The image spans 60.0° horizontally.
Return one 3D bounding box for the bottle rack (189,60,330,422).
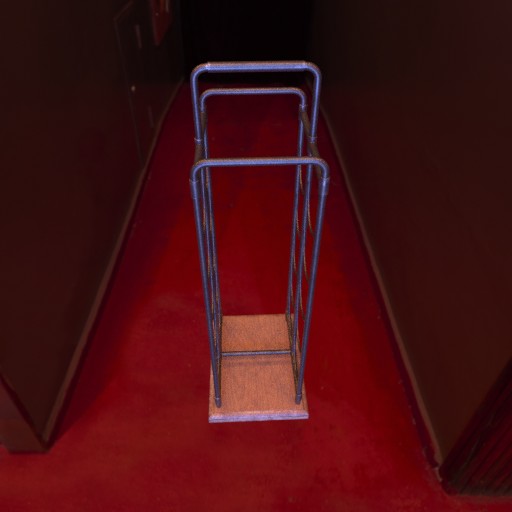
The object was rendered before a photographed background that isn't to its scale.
[{"bbox_3d":[0.000,0.000,0.804,0.208,0.680,0.276,-2,42,-2],"label":"bottle rack"}]
